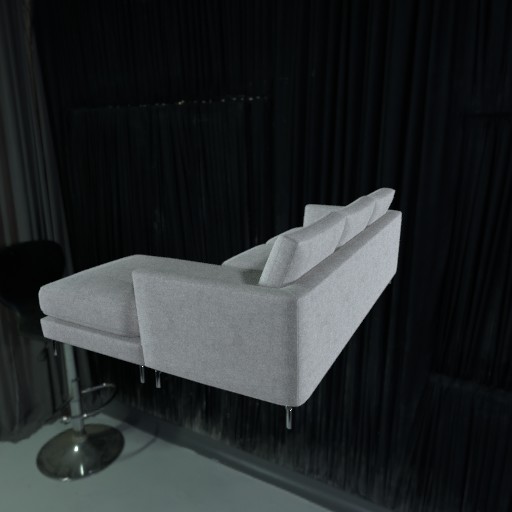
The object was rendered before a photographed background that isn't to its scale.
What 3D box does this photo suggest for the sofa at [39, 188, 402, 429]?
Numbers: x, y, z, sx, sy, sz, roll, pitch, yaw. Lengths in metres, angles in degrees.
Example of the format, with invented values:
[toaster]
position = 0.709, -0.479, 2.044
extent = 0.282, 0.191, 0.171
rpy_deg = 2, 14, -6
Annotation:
[sofa]
position = 0.000, 0.000, 3.184
extent = 1.626, 0.864, 2.438
rpy_deg = 8, 17, 26
